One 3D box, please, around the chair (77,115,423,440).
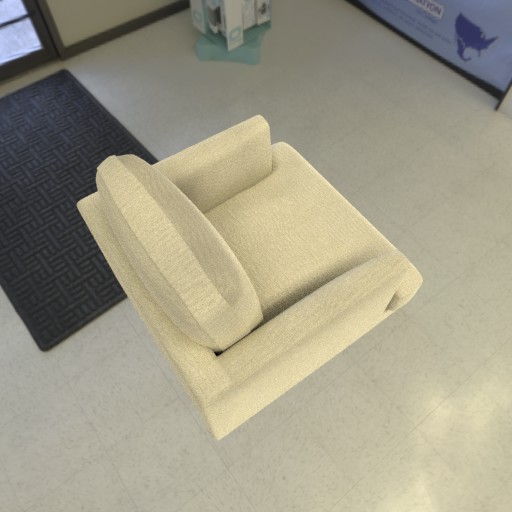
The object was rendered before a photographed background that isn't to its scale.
[{"bbox_3d":[0.000,0.000,1.611,0.899,0.957,0.858,-31,63,-17],"label":"chair"}]
